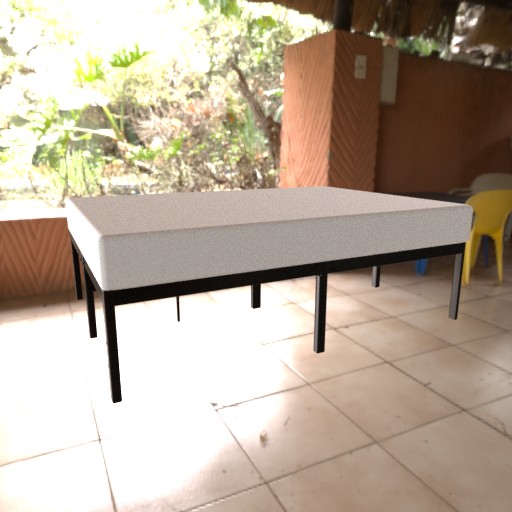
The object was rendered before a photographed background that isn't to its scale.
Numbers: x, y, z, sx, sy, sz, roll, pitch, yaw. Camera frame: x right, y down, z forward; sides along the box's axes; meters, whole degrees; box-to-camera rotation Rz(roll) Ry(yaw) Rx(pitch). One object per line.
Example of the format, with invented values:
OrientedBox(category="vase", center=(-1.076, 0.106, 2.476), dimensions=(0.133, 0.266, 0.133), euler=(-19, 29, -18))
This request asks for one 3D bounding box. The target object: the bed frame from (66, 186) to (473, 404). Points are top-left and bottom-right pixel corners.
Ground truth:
OrientedBox(category="bed frame", center=(0.000, 0.000, 2.658), dimensions=(1.956, 0.659, 1.408), euler=(-7, 15, -26))
